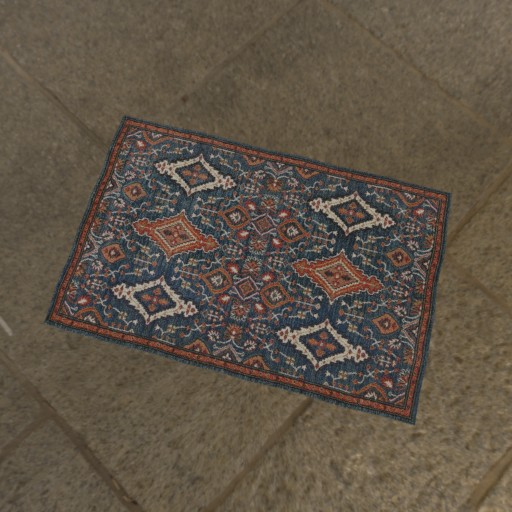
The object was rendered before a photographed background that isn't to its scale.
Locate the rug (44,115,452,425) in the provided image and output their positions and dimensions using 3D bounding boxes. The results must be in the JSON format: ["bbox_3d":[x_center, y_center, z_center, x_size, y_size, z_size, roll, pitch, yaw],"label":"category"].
[{"bbox_3d":[0.000,0.000,4.100,3.371,0.008,2.190,14,76,4],"label":"rug"}]
